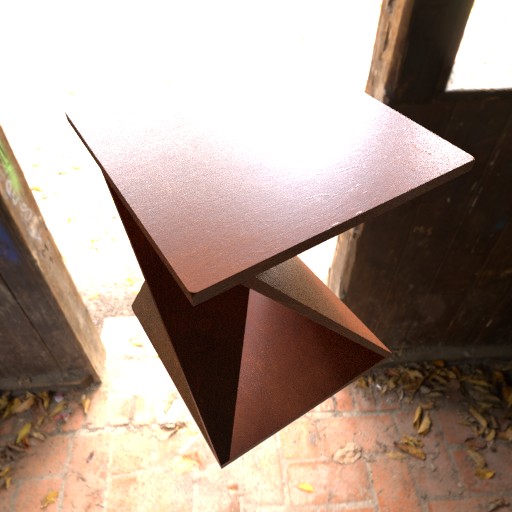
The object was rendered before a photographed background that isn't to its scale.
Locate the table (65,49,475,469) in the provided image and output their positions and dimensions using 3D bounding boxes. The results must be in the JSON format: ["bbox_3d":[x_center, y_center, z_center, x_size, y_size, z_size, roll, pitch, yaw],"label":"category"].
[{"bbox_3d":[0.000,0.000,0.828,0.427,0.520,0.427,-25,52,-22],"label":"table"}]
